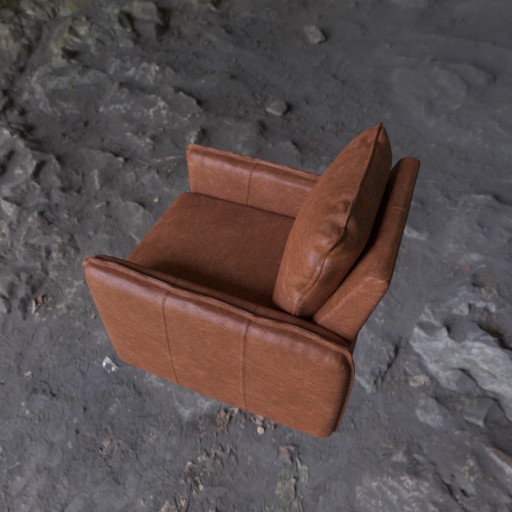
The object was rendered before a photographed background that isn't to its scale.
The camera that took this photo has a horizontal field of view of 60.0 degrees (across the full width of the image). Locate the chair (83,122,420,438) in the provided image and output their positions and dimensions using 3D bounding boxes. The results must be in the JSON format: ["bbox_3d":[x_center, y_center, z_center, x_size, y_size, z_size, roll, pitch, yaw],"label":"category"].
[{"bbox_3d":[0.000,0.000,1.610,0.922,0.922,0.830,16,48,15],"label":"chair"}]
